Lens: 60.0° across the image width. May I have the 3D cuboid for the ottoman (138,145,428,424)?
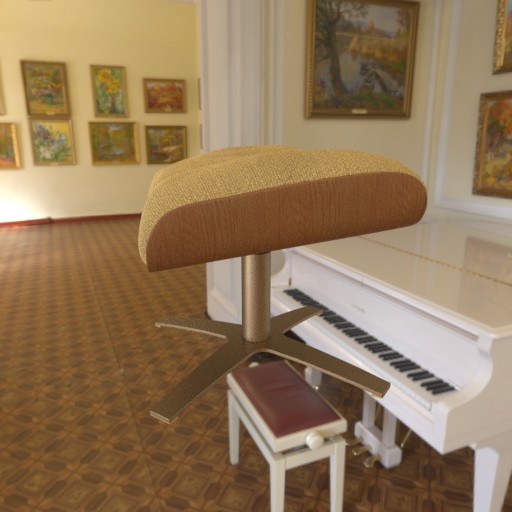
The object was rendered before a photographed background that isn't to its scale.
[{"bbox_3d":[0.000,0.000,0.817,0.394,0.391,0.520,-3,15,-11],"label":"ottoman"}]
